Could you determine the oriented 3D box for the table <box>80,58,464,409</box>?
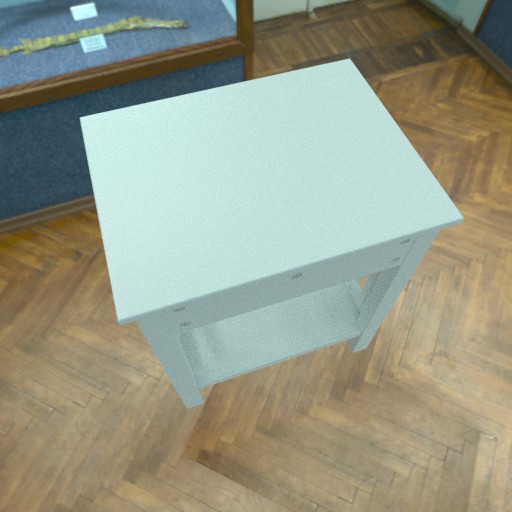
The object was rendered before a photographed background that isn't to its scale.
[{"bbox_3d":[0.000,0.000,1.058,0.564,0.646,0.451,-16,60,-10],"label":"table"}]
